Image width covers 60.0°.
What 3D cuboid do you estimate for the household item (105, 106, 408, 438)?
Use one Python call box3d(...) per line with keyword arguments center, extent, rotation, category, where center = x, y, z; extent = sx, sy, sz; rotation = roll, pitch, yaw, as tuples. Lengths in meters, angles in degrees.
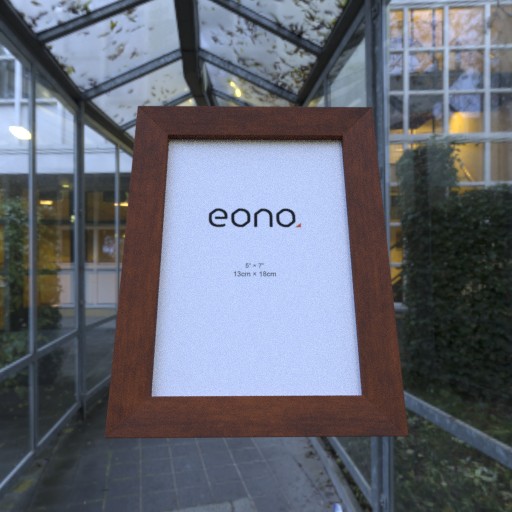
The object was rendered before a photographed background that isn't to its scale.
box3d(center=(0.000, 0.000, 0.281), extent=(0.160, 0.204, 0.096), rotation=(0, 0, -1), category="household item")
